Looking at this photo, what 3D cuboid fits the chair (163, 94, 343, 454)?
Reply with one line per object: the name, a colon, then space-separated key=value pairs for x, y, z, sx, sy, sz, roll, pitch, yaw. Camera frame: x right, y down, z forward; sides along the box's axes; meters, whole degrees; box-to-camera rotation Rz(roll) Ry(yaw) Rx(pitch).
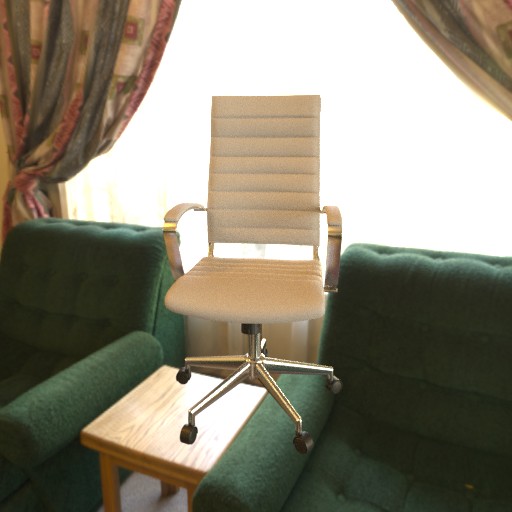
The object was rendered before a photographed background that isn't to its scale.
chair: x=0.000 y=0.000 z=1.606 sx=0.679 sy=1.149 sz=0.667 roll=2 pitch=15 yaw=7
